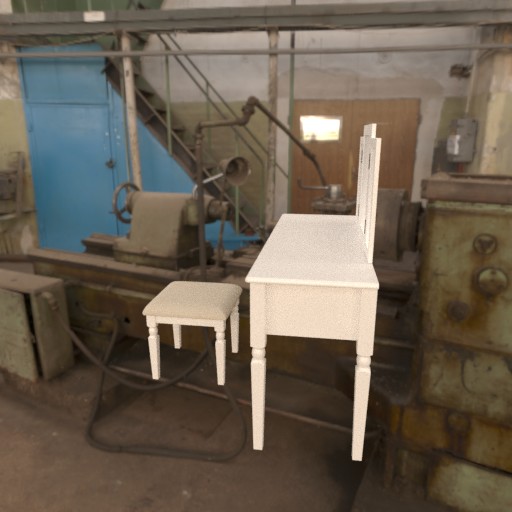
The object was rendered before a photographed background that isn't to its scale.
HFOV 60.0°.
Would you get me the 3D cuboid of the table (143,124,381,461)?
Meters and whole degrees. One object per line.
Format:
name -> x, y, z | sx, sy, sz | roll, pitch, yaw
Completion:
table -> 0.000, 0.000, 2.312 | 1.115, 1.310, 1.369 | 2, 16, 9
